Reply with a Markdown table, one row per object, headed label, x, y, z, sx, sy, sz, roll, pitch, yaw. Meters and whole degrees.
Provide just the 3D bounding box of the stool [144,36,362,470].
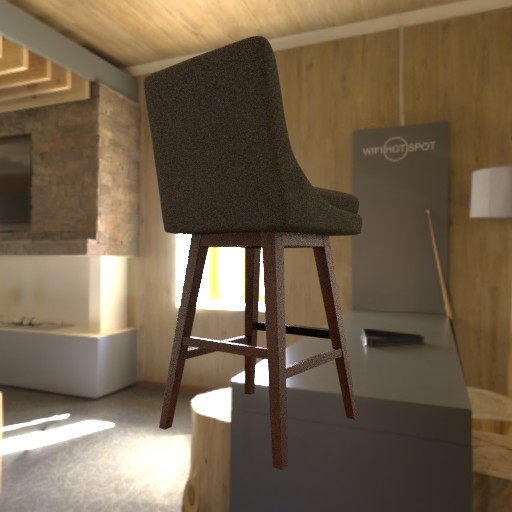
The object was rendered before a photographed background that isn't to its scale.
| label | x | y | z | sx | sy | sz | roll | pitch | yaw |
| --- | --- | --- | --- | --- | --- | --- | --- | --- | --- |
| stool | 0.000 | 0.000 | 1.392 | 0.489 | 1.068 | 0.572 | 0 | 0 | 37 |
